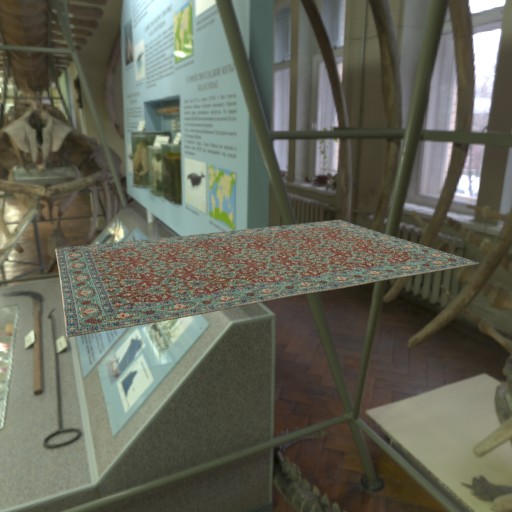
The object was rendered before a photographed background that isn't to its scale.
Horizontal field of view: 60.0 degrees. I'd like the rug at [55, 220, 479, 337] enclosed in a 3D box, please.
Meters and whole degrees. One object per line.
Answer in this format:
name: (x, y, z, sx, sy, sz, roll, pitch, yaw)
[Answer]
rug: (0.000, 0.000, 2.989, 2.439, 0.011, 1.533, -7, 18, -24)
